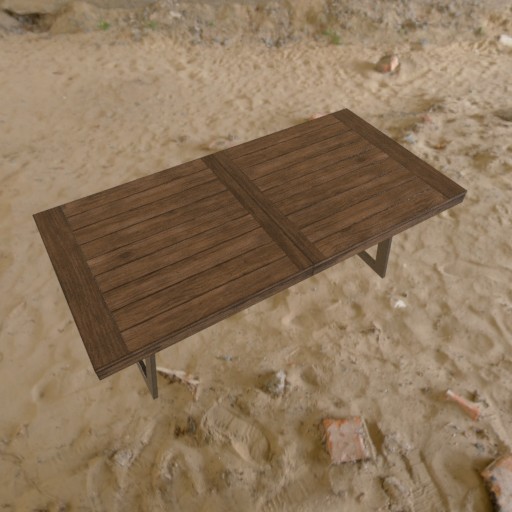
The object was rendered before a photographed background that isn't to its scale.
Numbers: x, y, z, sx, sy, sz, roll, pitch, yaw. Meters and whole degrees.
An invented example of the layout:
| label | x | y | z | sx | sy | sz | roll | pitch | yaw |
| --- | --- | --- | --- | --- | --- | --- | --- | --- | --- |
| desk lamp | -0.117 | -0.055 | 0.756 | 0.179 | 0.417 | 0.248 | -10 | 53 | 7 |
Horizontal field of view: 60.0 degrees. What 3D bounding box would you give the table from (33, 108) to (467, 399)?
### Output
| label | x | y | z | sx | sy | sz | roll | pitch | yaw |
| --- | --- | --- | --- | --- | --- | --- | --- | --- | --- |
| table | 0.000 | 0.000 | 2.398 | 1.867 | 0.757 | 0.931 | -24 | 52 | -21 |
